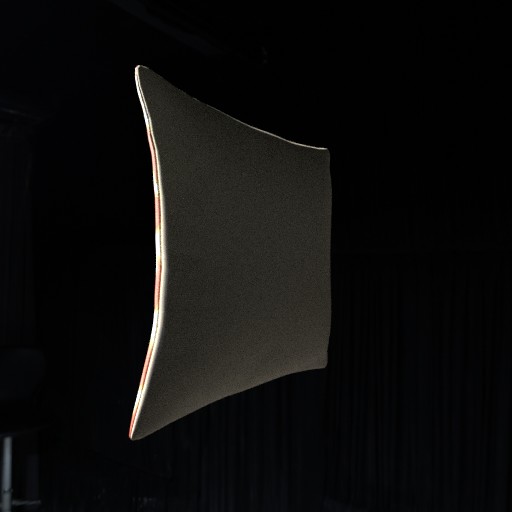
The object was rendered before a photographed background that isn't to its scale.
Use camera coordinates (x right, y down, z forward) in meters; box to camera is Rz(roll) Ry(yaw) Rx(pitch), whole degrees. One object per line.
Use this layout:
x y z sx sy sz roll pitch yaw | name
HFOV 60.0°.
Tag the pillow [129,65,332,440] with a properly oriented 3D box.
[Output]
0.000 0.000 0.817 0.166 0.508 0.552 -1 -1 37 | pillow
